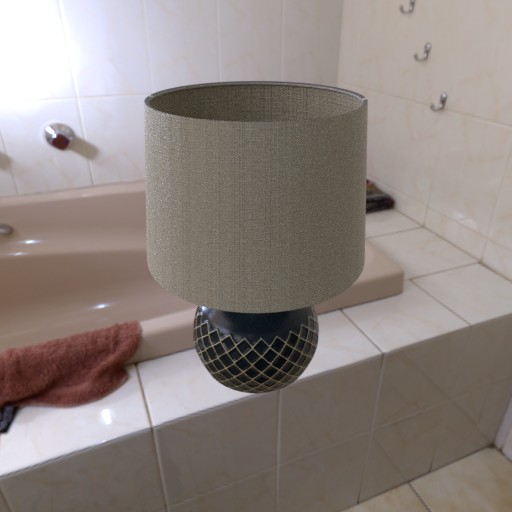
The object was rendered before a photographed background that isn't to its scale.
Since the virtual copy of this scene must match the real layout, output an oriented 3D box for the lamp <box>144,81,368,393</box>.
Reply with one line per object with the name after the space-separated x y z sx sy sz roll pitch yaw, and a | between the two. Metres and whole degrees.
0.000 0.000 0.789 0.376 0.540 0.376 0 29 0 | lamp
